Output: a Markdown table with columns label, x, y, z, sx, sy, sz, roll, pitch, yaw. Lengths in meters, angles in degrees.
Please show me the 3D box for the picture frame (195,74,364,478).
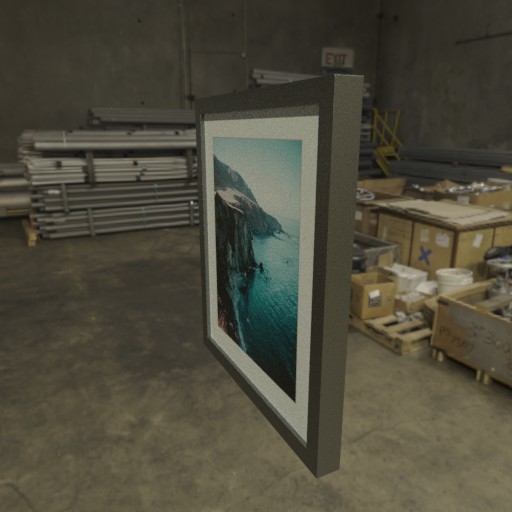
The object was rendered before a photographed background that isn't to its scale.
| label | x | y | z | sx | sy | sz | roll | pitch | yaw |
| --- | --- | --- | --- | --- | --- | --- | --- | --- | --- |
| picture frame | 0.000 | 0.000 | 1.381 | 0.073 | 0.968 | 0.839 | -8 | 18 | -26 |
